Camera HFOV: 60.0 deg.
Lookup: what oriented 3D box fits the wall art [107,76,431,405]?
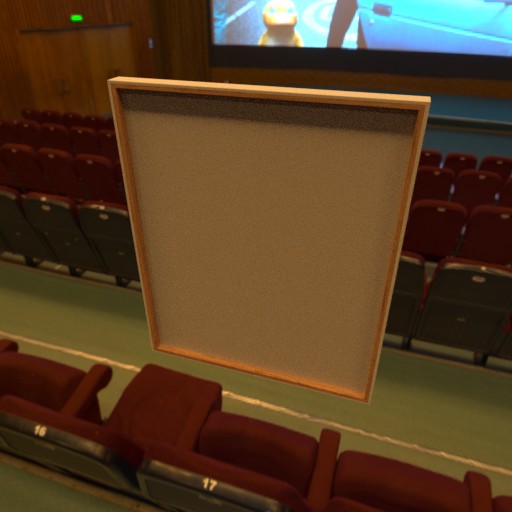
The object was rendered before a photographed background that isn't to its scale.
[{"bbox_3d":[0.000,0.000,0.838,0.508,0.606,0.037,10,33,15],"label":"wall art"}]
